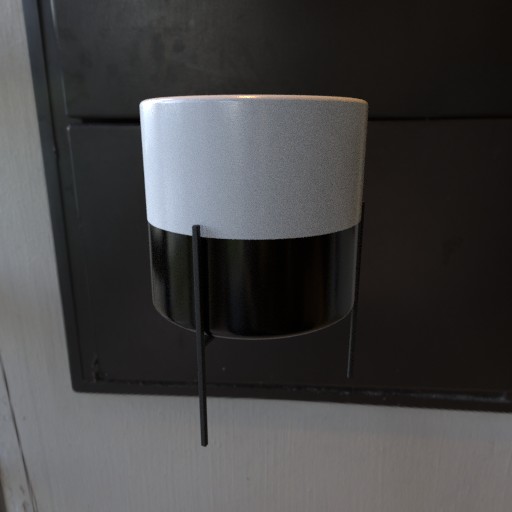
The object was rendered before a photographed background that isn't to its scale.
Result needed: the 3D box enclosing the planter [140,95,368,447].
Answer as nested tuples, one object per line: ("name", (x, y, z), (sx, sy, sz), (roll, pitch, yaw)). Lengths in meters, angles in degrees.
("planter", (0.000, 0.000, 0.655), (0.310, 0.432, 0.310), (3, 17, 9))
